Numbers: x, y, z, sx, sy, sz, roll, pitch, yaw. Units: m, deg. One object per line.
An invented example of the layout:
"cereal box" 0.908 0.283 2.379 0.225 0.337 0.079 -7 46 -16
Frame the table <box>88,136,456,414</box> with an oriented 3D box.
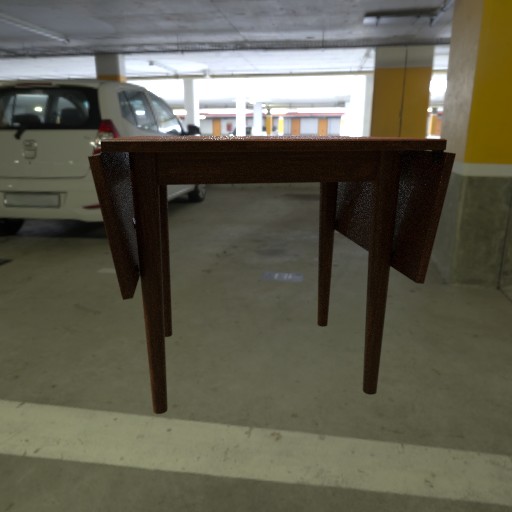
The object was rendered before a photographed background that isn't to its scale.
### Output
"table" 0.000 0.000 1.472 0.843 0.763 0.812 -2 16 -8
